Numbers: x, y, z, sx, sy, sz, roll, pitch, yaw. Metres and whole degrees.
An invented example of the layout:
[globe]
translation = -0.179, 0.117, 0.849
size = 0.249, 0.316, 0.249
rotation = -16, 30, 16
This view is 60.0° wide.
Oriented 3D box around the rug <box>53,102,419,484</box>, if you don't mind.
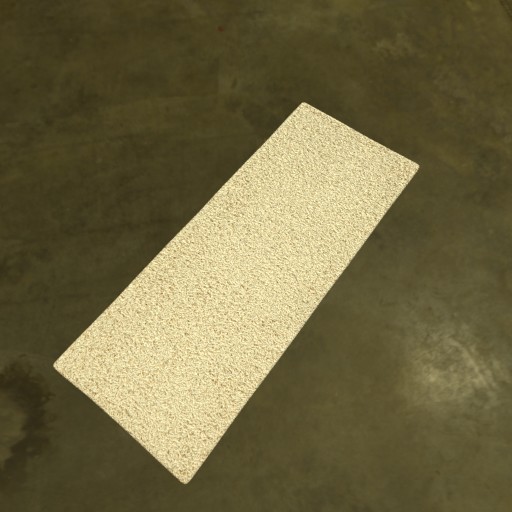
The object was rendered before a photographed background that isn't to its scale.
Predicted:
[rug]
translation = 0.000, 0.000, 1.714
size = 0.609, 0.030, 1.524
rotation = 34, 69, 15
